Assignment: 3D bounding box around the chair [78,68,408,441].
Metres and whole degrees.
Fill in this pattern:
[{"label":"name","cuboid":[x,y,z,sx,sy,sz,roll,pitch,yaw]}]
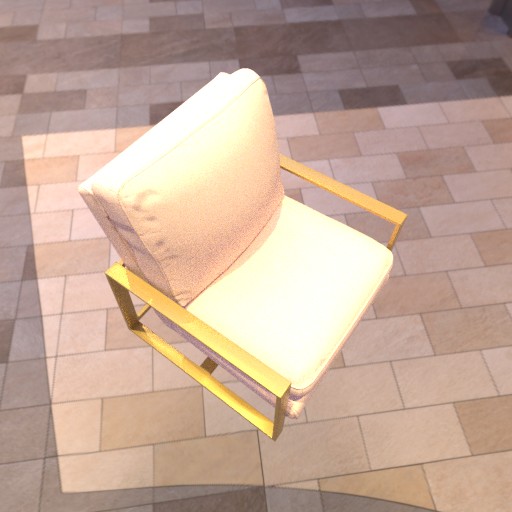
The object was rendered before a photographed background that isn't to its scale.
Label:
[{"label":"chair","cuboid":[0.000,0.000,1.539,0.813,0.956,0.758,32,63,19]}]
